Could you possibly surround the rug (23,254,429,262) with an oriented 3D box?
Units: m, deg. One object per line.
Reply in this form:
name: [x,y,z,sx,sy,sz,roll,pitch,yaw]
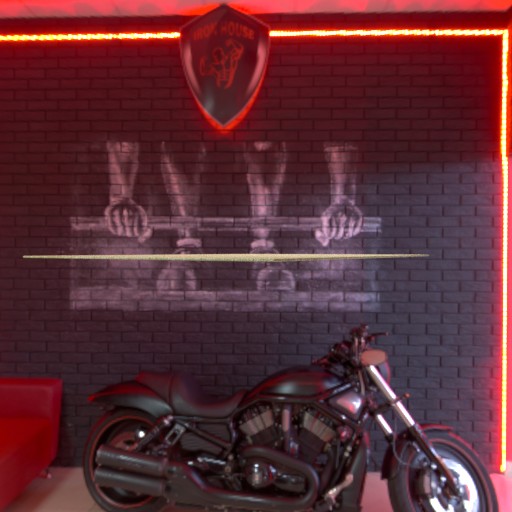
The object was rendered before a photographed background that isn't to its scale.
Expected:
rug: [0.000,0.000,4.245,2.425,0.016,3.198,0,1,35]
